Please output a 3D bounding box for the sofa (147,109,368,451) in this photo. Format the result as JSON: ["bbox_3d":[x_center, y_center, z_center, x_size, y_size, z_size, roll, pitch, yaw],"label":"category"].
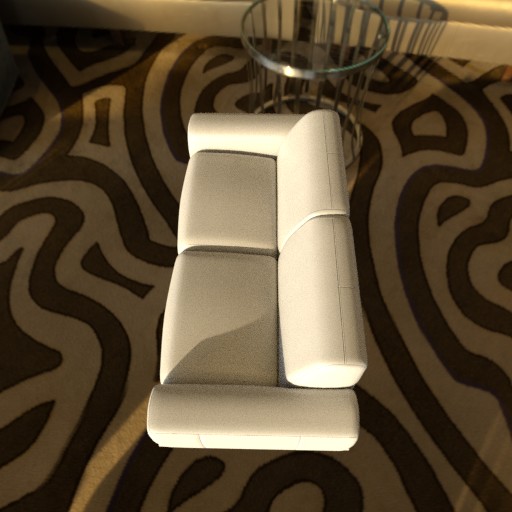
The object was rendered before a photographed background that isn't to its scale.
[{"bbox_3d":[0.000,0.000,2.387,0.900,0.772,1.901,1,58,1],"label":"sofa"}]
